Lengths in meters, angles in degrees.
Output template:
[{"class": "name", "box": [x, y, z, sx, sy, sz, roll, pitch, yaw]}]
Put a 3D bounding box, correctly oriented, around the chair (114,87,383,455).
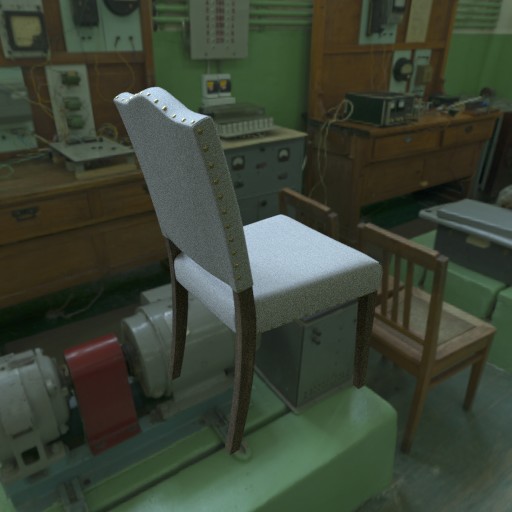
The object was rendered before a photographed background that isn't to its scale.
[{"class": "chair", "box": [0.000, 0.000, 1.369, 0.620, 1.020, 0.508, -19, 33, -31]}]
